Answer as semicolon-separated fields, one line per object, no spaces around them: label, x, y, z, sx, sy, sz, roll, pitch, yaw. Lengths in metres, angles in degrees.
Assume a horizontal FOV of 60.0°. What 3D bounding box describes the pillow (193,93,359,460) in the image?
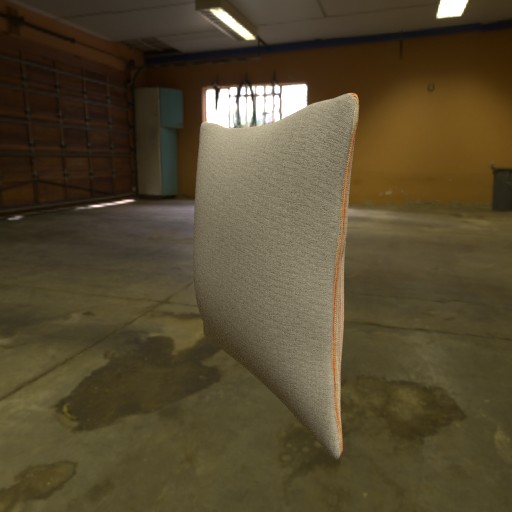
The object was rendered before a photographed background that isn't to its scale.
pillow;0.000;0.000;0.669;0.136;0.419;0.437;-6;14;-27
